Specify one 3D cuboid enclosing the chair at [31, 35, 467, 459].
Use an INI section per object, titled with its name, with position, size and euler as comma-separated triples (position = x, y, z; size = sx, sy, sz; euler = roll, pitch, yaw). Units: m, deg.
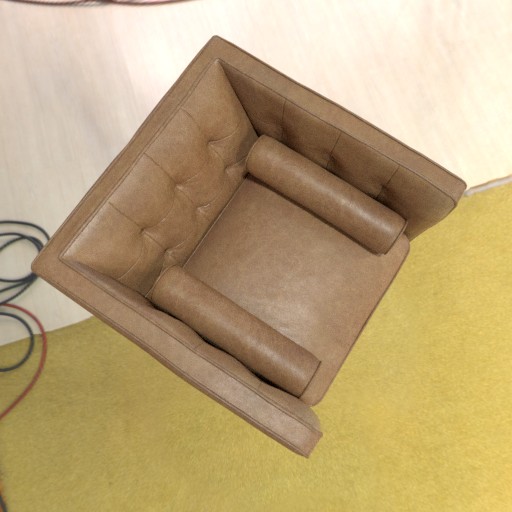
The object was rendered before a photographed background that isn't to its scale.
[chair]
position = 0.000, 0.000, 1.604
size = 0.912, 0.797, 0.920
euler = 33, 79, 7
